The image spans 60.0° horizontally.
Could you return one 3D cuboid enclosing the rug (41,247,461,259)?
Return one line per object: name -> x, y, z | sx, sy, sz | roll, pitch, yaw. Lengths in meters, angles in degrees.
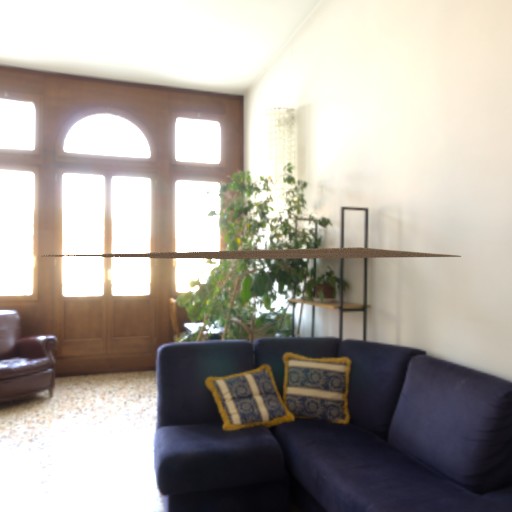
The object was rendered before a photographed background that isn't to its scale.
rug -> 0.000, 0.000, 4.080 | 3.034, 0.012, 2.406 | -1, -1, 36
